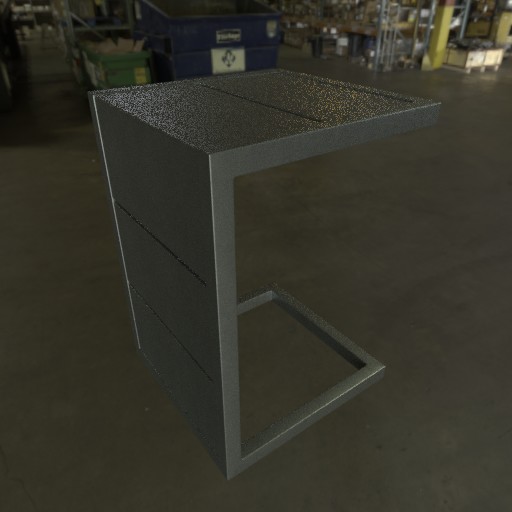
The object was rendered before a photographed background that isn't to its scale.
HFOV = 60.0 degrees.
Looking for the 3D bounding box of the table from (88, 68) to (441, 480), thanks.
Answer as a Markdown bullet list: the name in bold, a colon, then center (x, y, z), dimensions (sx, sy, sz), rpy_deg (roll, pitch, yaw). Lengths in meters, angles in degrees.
- **table**: center (0.000, 0.000, 0.882), dimensions (0.420, 0.609, 0.405), rpy_deg (-21, 37, -30)
